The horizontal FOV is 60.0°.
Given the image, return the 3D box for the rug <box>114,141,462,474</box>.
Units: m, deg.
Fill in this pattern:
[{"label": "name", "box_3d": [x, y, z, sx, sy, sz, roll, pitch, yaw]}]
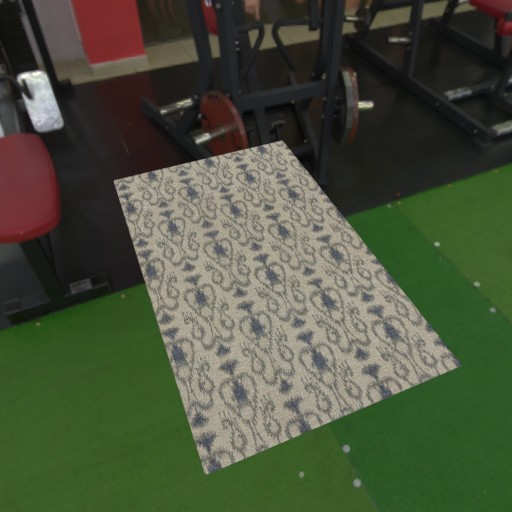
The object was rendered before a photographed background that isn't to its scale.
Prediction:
[{"label": "rug", "box_3d": [0.000, 0.000, 2.084, 1.035, 0.006, 1.652, -17, 50, -15]}]
